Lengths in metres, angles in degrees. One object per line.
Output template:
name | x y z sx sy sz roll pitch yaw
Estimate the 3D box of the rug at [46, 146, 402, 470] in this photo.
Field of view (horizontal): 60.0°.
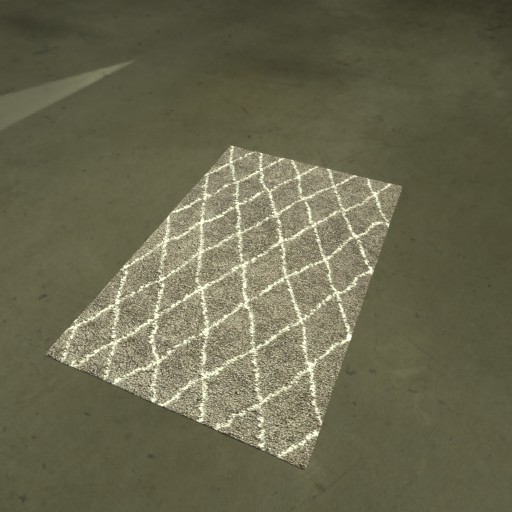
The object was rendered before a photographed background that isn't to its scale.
rug | 0.000 0.000 3.493 1.778 0.030 2.743 17 48 16
